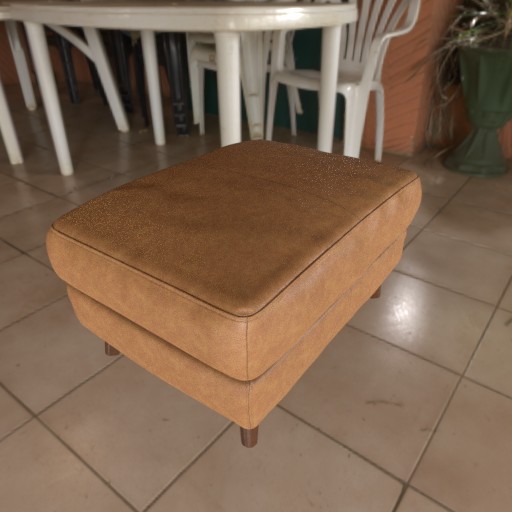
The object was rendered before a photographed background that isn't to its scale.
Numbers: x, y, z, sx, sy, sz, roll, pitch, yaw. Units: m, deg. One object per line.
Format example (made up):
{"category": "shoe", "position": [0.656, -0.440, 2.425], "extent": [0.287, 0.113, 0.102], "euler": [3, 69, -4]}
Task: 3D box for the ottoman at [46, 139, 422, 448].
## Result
{"category": "ottoman", "position": [0.000, 0.000, 1.224], "extent": [0.630, 0.461, 0.869], "euler": [21, 37, 31]}
